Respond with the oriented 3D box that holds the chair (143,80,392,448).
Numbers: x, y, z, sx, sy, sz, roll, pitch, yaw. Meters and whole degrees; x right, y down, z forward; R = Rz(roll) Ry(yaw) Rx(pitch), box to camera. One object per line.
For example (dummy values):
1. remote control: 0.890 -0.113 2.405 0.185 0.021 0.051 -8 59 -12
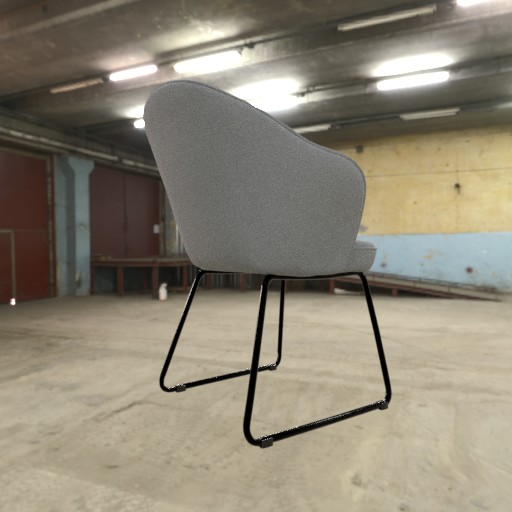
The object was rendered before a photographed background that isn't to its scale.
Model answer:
1. chair: 0.000 0.000 1.236 0.592 0.817 0.570 0 1 -37
